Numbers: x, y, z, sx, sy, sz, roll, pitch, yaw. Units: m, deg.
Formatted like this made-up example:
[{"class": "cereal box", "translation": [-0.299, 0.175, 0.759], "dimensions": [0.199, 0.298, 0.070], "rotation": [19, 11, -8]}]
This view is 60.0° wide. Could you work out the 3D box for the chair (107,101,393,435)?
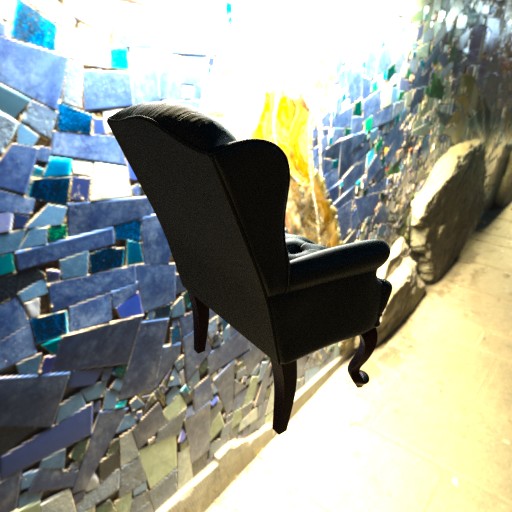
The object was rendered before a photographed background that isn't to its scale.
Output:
[{"class": "chair", "translation": [0.000, 0.000, 1.631], "dimensions": [0.762, 1.111, 0.838], "rotation": [-18, 31, -33]}]
